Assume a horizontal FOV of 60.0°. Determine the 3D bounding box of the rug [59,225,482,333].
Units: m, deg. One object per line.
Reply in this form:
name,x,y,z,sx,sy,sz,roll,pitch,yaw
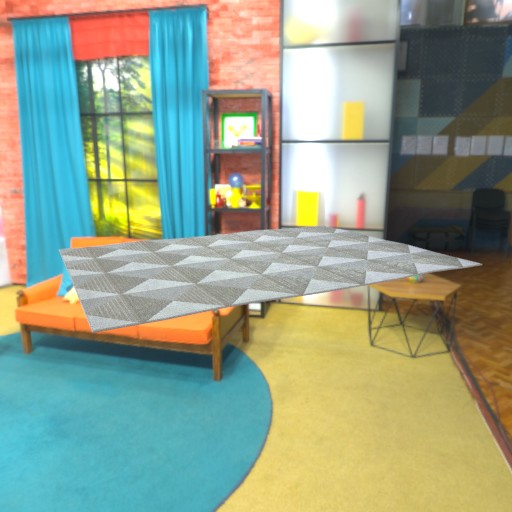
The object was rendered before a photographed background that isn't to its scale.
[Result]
rug,0.000,0.000,4.282,3.333,0.027,2.428,-7,15,-27
